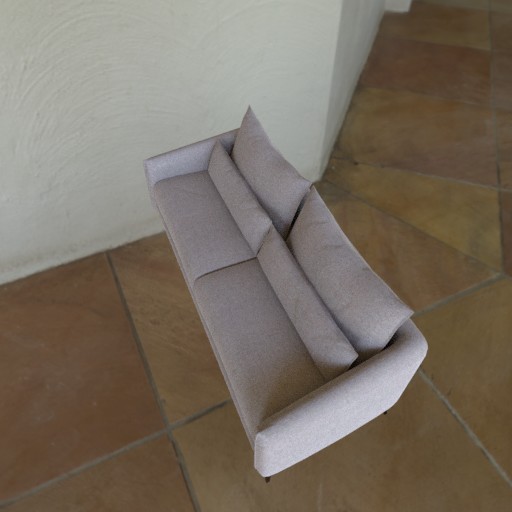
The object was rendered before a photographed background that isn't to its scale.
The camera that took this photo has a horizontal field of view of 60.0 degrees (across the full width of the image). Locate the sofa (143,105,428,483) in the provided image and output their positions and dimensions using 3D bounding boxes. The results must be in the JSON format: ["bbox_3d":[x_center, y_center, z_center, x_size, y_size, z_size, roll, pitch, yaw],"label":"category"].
[{"bbox_3d":[0.000,0.000,2.473,0.809,0.833,2.022,-17,50,-15],"label":"sofa"}]
